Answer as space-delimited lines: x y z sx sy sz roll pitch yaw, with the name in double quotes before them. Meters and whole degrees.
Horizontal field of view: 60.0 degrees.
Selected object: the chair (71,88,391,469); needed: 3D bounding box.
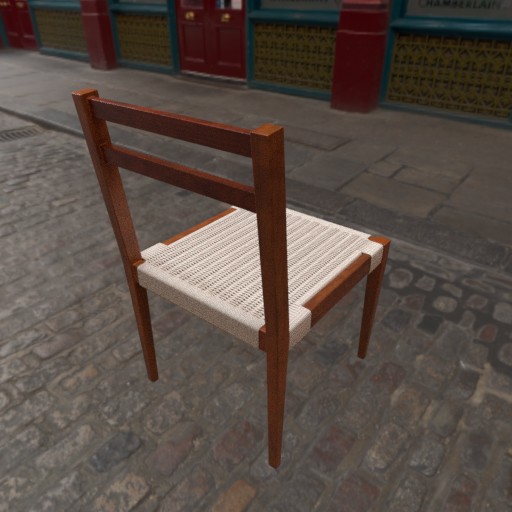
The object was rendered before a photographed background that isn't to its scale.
"chair" 0.000 0.000 1.160 0.495 0.851 0.569 22 37 32
